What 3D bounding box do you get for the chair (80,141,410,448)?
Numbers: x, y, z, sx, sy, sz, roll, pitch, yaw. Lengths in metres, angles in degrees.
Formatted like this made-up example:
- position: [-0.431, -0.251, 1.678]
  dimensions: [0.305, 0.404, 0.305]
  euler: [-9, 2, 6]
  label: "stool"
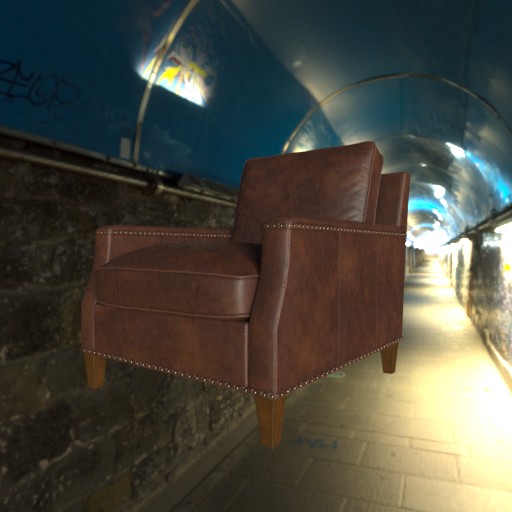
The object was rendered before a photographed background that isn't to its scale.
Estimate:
- position: [0.000, 0.000, 1.689]
  dimensions: [0.853, 0.929, 1.014]
  euler: [1, 1, 37]
  label: "chair"
